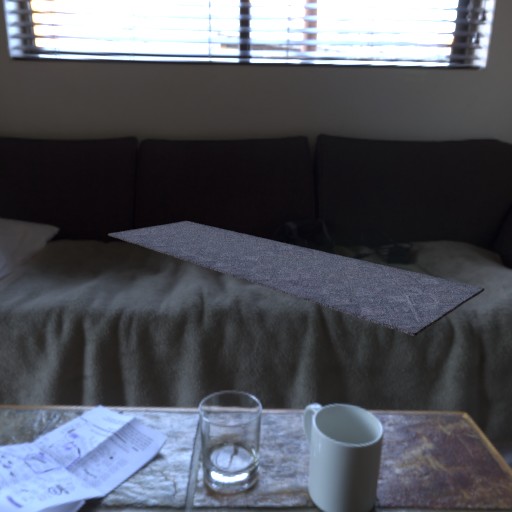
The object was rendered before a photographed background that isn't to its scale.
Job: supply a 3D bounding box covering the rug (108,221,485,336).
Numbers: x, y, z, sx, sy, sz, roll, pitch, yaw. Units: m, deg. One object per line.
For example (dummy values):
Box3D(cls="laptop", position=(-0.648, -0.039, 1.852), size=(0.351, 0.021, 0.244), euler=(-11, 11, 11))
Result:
Box3D(cls="rug", position=(0.000, 0.000, 2.583), size=(0.691, 0.011, 2.296), euler=(-15, 21, -43))
